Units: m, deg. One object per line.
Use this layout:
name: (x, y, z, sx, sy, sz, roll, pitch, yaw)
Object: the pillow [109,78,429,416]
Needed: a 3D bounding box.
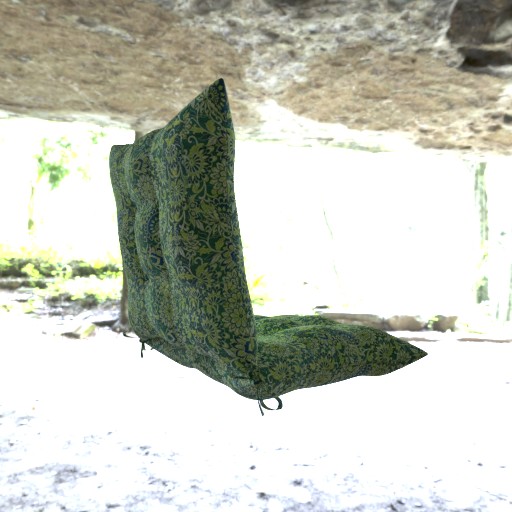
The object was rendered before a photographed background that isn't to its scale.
pillow: (0.000, 0.000, 1.007, 0.585, 0.536, 0.541, 0, -1, -36)
